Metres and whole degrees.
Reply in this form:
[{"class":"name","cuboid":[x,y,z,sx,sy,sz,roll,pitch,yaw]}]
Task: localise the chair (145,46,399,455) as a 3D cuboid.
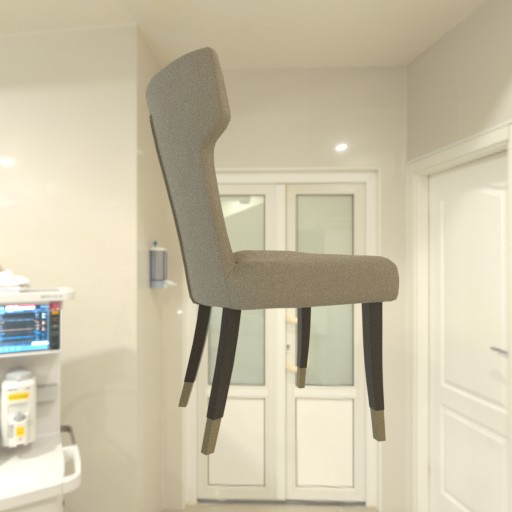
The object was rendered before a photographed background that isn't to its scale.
[{"class":"chair","cuboid":[0.000,0.000,1.300,0.630,0.955,0.526,0,0,-19]}]
